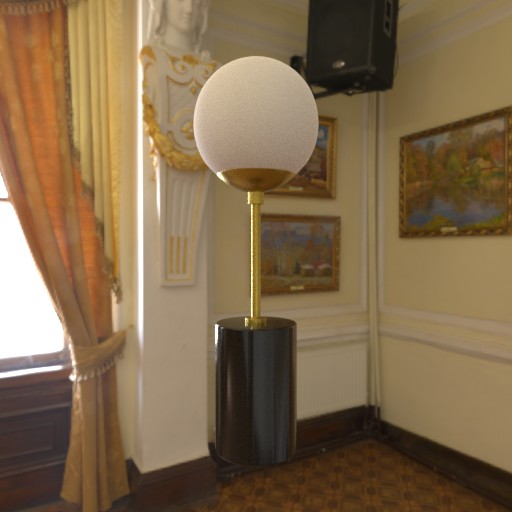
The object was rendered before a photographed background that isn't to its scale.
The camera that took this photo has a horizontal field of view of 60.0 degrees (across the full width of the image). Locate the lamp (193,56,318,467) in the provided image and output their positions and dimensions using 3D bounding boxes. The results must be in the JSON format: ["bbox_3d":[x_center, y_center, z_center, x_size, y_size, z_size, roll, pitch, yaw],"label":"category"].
[{"bbox_3d":[0.000,0.000,0.552,0.153,0.480,0.153,0,1,0],"label":"lamp"}]
